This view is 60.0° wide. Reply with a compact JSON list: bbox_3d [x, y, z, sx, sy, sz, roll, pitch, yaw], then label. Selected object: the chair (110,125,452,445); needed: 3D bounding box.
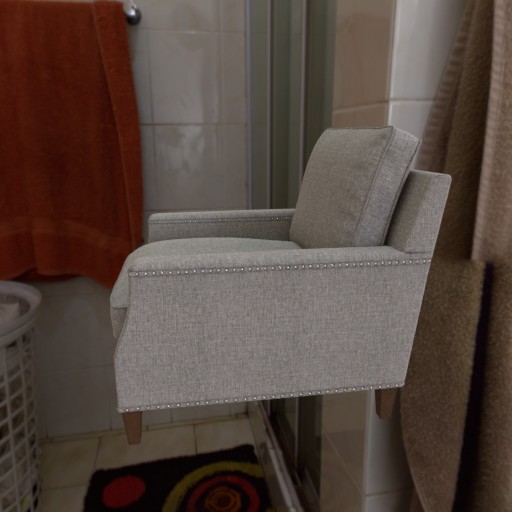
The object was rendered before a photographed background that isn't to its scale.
[{"bbox_3d":[0.000,0.000,1.679,1.014,0.943,0.853,-2,15,-9],"label":"chair"}]
